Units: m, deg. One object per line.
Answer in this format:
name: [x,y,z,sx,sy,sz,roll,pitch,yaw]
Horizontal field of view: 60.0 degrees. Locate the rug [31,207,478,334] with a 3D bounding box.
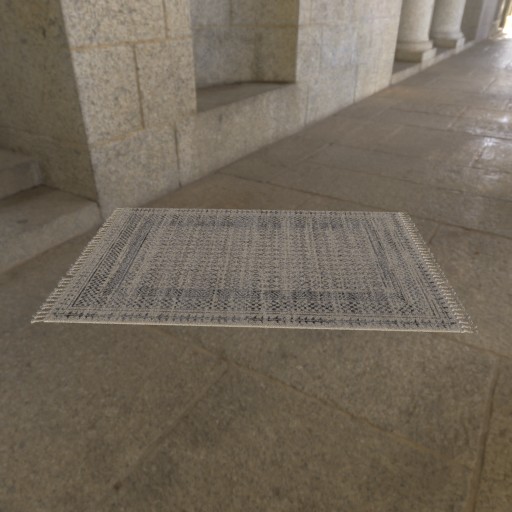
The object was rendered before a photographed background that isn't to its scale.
rug: [0.000,0.000,3.082,2.486,0.013,1.548,1,31,2]
